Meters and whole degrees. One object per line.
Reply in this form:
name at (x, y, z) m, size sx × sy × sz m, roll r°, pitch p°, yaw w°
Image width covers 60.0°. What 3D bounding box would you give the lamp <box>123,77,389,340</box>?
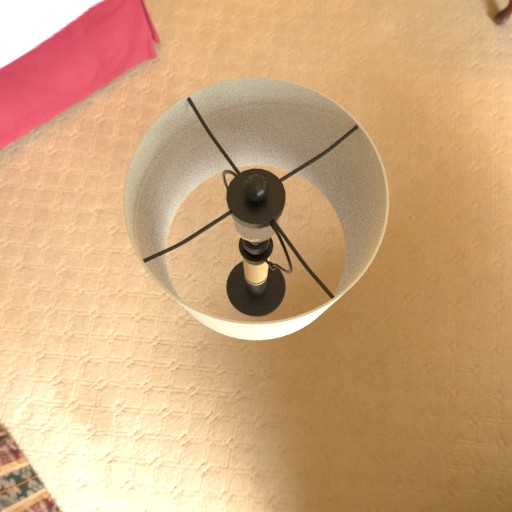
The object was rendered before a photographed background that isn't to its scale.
lamp at (0.000, 0.000, 0.795) m, size 0.305 × 0.640 × 0.305 m, roll 13°, pitch 76°, yaw 3°
